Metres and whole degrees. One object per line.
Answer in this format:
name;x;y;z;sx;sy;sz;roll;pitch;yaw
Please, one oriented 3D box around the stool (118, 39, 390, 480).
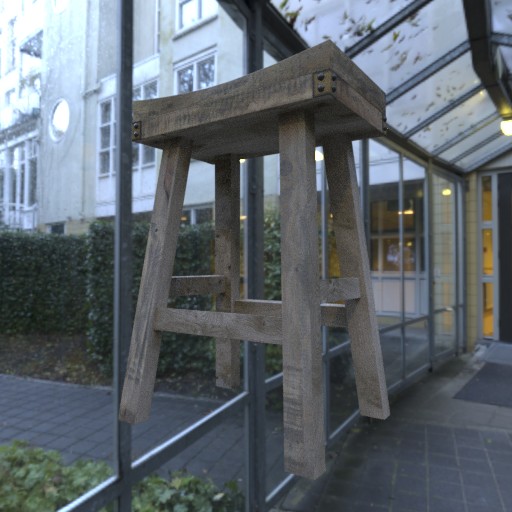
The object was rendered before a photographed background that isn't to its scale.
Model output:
stool;0.000;0.000;0.879;0.450;0.635;0.330;-1;-1;35
